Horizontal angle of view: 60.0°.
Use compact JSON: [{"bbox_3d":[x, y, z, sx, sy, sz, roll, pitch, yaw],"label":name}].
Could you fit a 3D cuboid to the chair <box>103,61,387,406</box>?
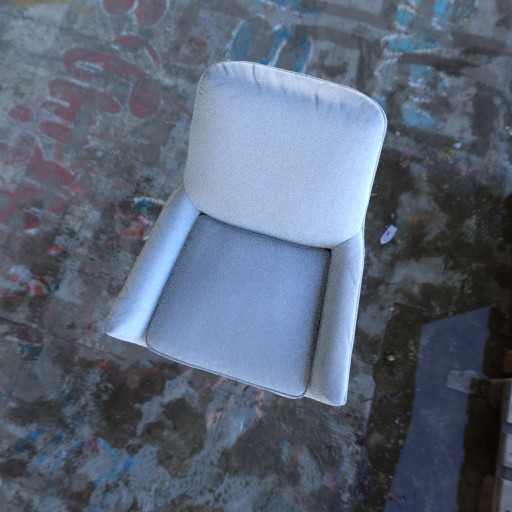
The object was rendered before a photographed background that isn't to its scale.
[{"bbox_3d":[0.000,0.000,1.493,0.787,0.888,0.822,16,76,4],"label":"chair"}]
